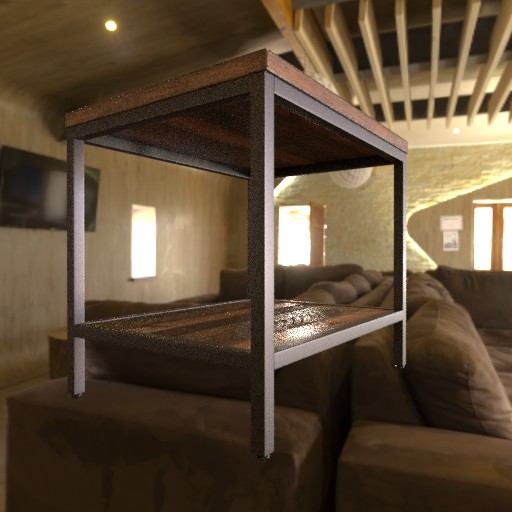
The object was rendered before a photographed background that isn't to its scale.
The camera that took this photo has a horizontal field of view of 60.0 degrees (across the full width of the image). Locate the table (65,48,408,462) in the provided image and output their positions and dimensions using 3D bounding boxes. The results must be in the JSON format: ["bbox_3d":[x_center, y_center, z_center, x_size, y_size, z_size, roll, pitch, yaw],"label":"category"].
[{"bbox_3d":[0.000,0.000,1.074,0.524,0.612,0.678,0,1,36],"label":"table"}]
